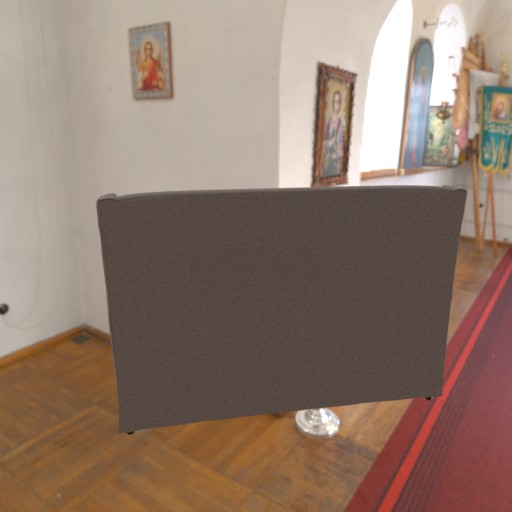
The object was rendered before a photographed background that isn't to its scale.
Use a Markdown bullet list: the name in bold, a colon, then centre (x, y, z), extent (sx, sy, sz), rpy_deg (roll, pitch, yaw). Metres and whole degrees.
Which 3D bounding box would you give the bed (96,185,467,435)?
- **bed**: centre (0.000, 0.000, 3.439), extent (1.925, 1.332, 2.276), rpy_deg (-3, 17, -10)
